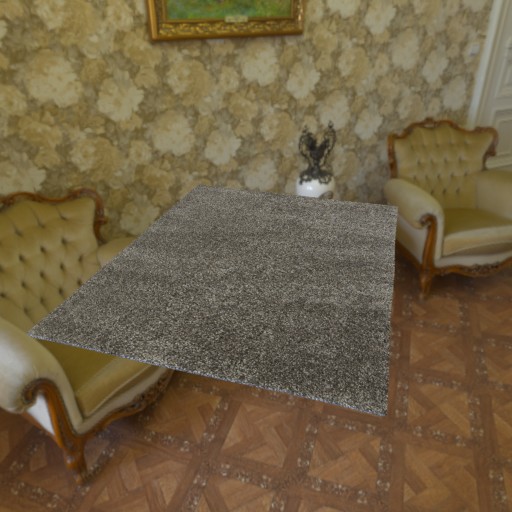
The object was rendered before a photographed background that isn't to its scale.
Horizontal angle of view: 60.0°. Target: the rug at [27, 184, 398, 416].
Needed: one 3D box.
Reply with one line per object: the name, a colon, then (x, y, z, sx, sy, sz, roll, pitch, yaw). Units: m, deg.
rug: (0.000, 0.000, 3.988, 2.401, 0.025, 3.000, 8, 31, 14)
